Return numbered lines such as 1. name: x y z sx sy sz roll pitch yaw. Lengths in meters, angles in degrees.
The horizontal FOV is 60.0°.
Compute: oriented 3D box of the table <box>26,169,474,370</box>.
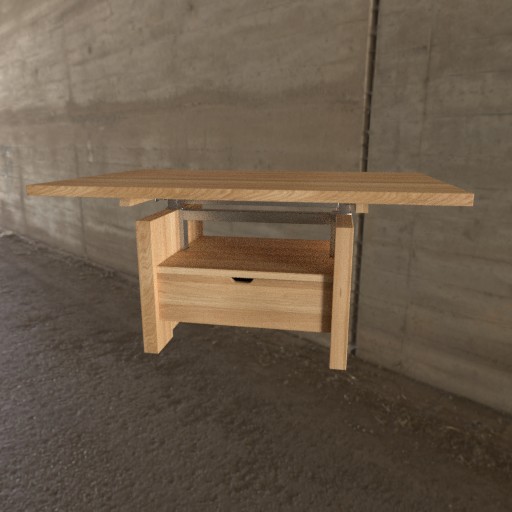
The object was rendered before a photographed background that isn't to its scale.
1. table: 0.000 0.000 1.463 1.100 0.510 0.700 3 15 10
